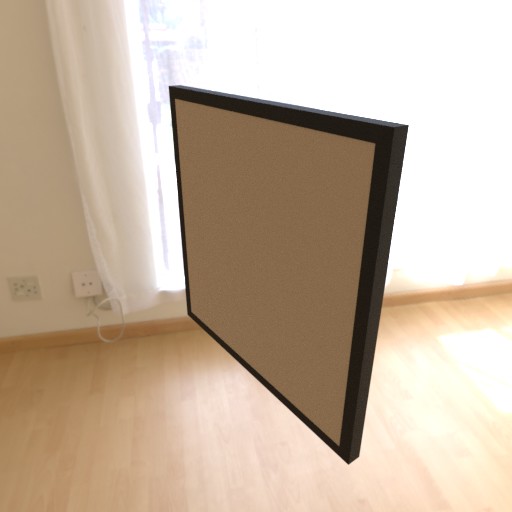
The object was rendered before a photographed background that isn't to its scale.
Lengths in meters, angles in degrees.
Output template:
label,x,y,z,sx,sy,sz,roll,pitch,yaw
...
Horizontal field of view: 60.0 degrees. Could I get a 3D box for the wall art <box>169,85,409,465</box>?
label,x,y,z,sx,sy,sz,roll,pitch,yaw
wall art,0.000,0.000,0.455,0.015,0.304,0.306,-18,32,-32
